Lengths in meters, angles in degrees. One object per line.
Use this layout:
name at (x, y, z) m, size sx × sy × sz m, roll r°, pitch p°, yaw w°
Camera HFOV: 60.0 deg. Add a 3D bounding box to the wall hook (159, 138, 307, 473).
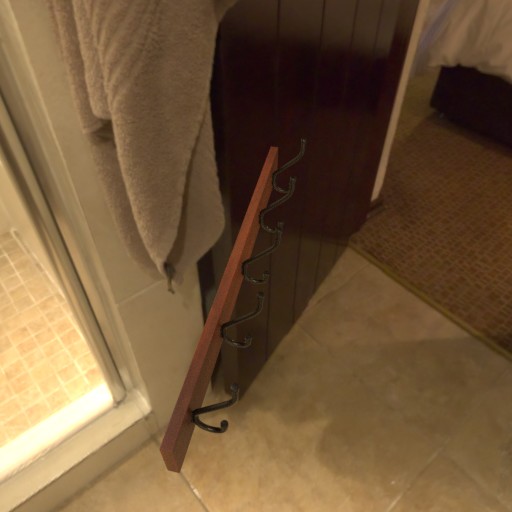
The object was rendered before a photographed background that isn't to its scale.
wall hook at (0.000, 0.000, 0.632) m, size 0.071 × 0.117 × 0.571 m, roll 9°, pitch 46°, yaw 9°
